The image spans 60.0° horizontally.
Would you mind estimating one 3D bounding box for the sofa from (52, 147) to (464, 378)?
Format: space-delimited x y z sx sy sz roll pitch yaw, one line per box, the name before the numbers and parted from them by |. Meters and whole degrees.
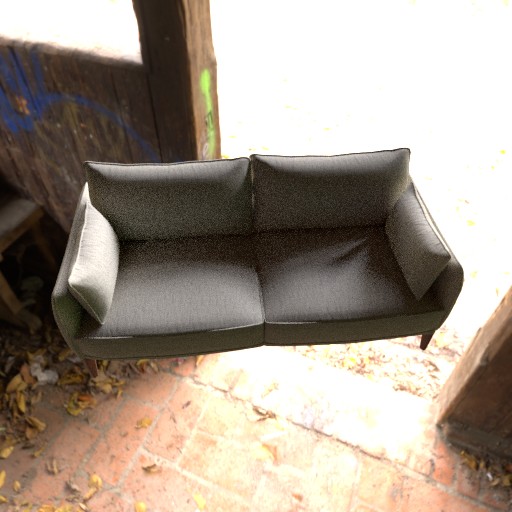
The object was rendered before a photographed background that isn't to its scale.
sofa | 0.000 0.000 2.473 1.989 0.860 0.991 -4 47 -4
